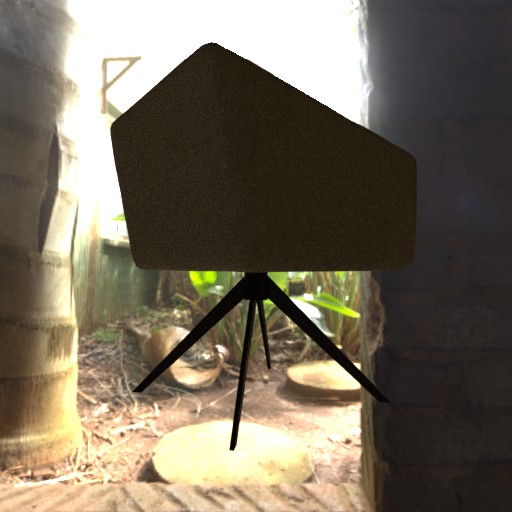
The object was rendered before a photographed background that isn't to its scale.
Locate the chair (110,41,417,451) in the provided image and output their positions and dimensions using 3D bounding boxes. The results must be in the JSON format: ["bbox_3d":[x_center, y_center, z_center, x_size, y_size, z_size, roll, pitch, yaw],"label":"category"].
[{"bbox_3d":[0.000,0.000,1.204,0.623,0.760,0.628,1,-1,-35],"label":"chair"}]
